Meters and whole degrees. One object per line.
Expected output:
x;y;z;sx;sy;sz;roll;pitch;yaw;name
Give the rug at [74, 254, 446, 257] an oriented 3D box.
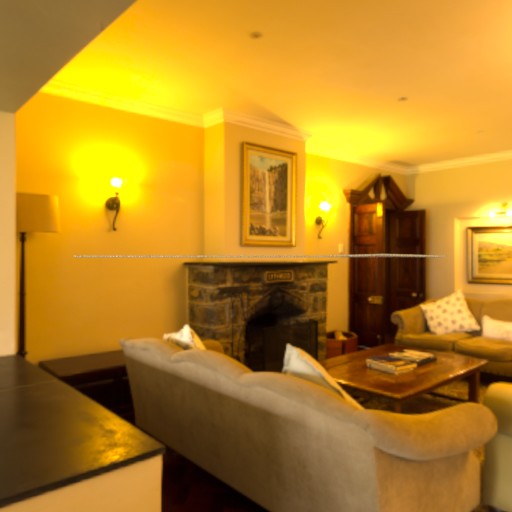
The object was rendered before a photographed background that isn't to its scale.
0.000;0.000;3.033;1.524;0.015;2.439;0;0;-1;rug
